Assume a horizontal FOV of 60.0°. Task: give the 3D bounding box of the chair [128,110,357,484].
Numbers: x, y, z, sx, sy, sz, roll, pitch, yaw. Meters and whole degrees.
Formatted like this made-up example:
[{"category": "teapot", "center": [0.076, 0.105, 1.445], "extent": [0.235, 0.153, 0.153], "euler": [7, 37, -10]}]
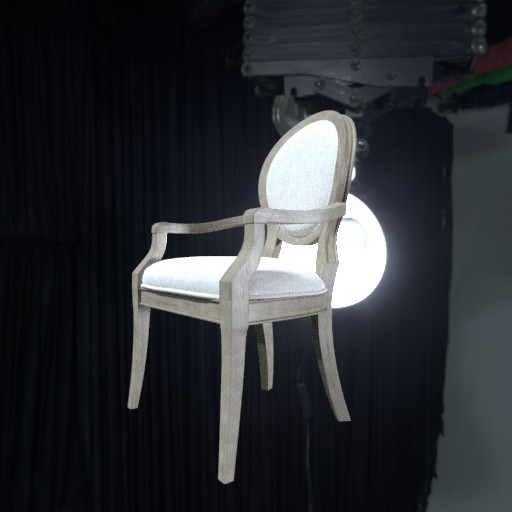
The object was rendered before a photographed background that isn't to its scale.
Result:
[{"category": "chair", "center": [0.000, 0.000, 1.383], "extent": [0.602, 0.991, 0.611], "euler": [0, 0, -36]}]
